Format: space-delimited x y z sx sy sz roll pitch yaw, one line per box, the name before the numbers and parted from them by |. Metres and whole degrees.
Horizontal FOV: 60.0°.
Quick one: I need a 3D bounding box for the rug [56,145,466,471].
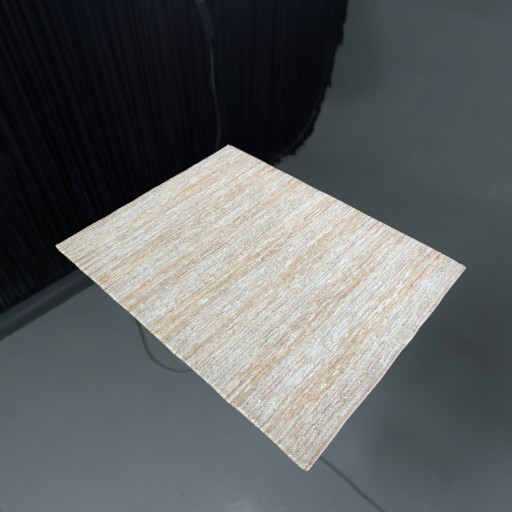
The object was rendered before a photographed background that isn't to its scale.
rug | 0.000 0.000 3.984 2.939 0.009 2.313 33 54 28
